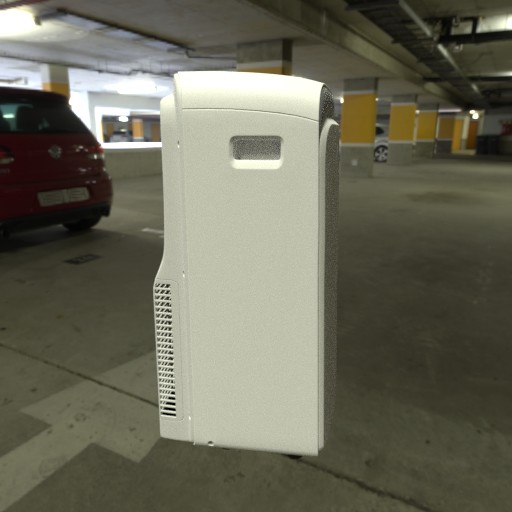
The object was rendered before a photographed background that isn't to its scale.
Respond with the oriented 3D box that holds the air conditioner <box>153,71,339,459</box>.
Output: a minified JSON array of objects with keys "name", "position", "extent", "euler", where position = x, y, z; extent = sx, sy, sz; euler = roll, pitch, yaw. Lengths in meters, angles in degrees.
[{"name":"air conditioner","position":[0.000,0.000,0.946],"extent":[0.365,0.700,0.454],"euler":[3,15,11]}]
